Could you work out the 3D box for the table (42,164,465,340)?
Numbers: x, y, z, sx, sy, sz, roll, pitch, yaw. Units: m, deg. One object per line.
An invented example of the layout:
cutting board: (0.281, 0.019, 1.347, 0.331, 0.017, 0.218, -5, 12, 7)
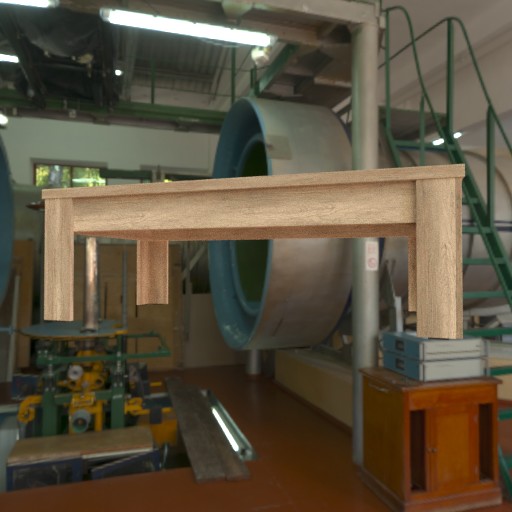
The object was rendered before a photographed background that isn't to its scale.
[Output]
table: (0.000, 0.000, 1.679, 1.350, 0.460, 0.700, 0, -1, 17)
